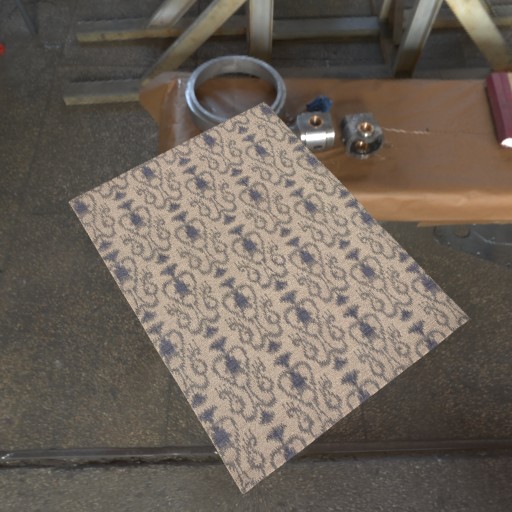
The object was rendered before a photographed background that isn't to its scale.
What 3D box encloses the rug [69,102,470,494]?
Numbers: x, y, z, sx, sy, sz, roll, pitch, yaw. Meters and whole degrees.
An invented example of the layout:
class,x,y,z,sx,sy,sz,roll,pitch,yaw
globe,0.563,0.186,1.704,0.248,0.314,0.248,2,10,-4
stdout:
class,x,y,z,sx,sy,sz,roll,pitch,yaw
rug,0.000,0.000,4.229,2.437,0.015,3.205,-32,67,-15
